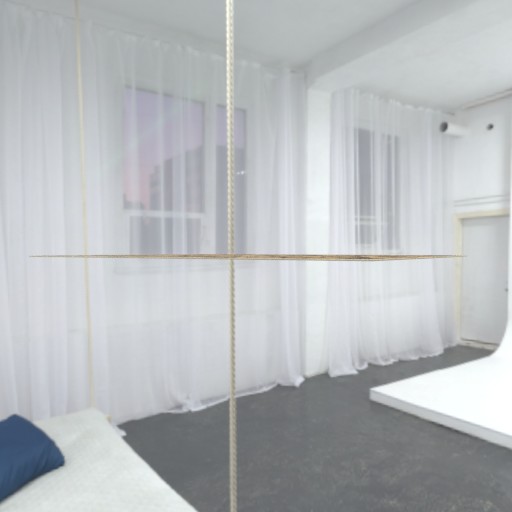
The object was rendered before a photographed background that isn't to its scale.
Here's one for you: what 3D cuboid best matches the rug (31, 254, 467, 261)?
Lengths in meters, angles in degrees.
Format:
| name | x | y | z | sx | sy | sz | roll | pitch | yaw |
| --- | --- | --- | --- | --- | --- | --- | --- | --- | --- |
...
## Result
| name | x | y | z | sx | sy | sz | roll | pitch | yaw |
| --- | --- | --- | --- | --- | --- | --- | --- | --- | --- |
| rug | 0.000 | 0.000 | 3.822 | 2.977 | 0.008 | 2.380 | 0 | 1 | 35 |
